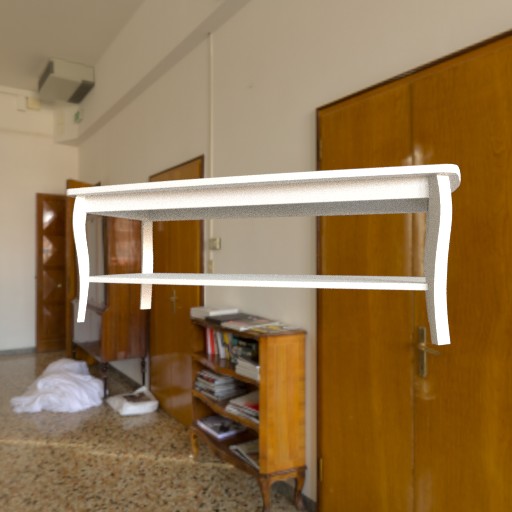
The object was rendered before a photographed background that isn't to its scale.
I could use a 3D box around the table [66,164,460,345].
[{"bbox_3d":[0.000,0.000,1.595,1.334,0.474,0.561,0,0,20],"label":"table"}]
